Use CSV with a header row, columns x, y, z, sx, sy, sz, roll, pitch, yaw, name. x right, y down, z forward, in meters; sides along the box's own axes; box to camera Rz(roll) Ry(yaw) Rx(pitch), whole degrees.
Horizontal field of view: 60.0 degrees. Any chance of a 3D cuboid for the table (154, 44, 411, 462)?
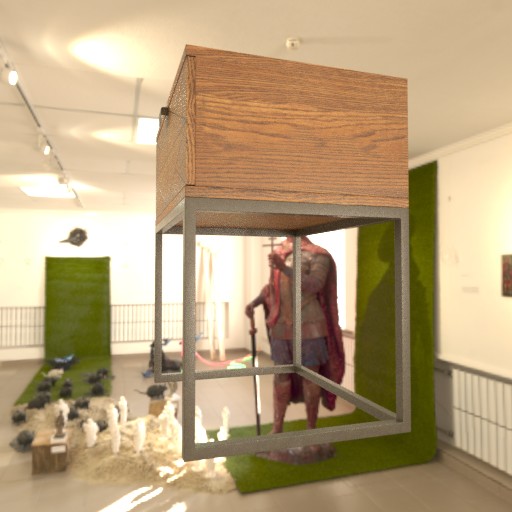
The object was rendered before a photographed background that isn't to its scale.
x,y,z,sx,sy,sz,roll,pitch,yaw,name
0.000,0.000,0.931,0.400,0.610,0.482,1,-2,-18,table
